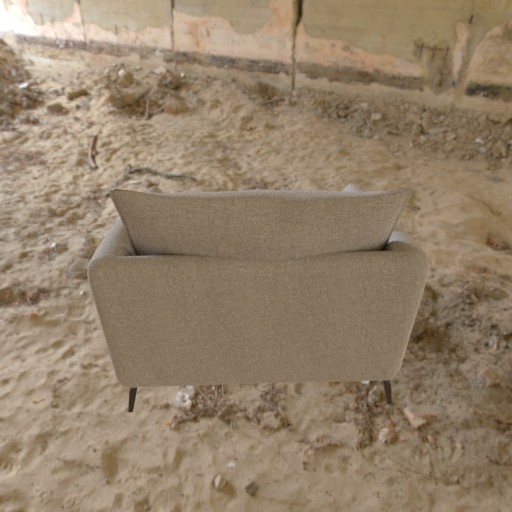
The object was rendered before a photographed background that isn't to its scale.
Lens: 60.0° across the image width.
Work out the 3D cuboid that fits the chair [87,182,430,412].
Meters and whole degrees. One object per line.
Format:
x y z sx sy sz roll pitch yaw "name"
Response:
0.000 0.000 1.642 1.029 0.856 0.801 -1 32 -2 "chair"
